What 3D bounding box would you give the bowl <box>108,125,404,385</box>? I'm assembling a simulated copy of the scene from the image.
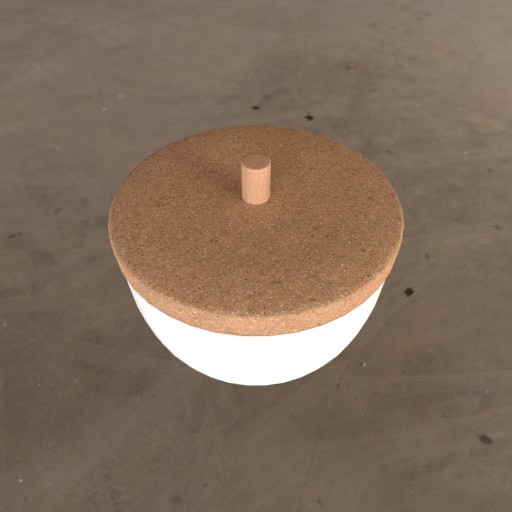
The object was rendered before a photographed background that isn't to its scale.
[{"bbox_3d":[0.000,0.000,0.218,0.126,0.110,0.126,0,46,0],"label":"bowl"}]
